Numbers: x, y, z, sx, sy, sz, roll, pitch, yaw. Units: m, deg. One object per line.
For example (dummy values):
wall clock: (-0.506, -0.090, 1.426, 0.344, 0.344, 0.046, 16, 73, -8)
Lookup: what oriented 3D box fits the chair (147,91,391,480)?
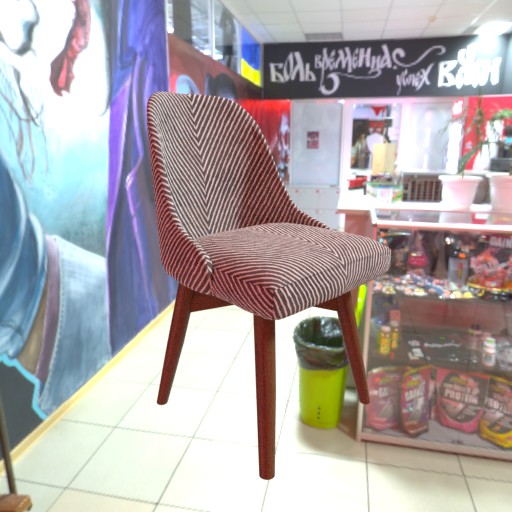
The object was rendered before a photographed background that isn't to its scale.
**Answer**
chair: (0.000, 0.000, 1.225, 0.591, 0.883, 0.504, 14, 20, 43)
